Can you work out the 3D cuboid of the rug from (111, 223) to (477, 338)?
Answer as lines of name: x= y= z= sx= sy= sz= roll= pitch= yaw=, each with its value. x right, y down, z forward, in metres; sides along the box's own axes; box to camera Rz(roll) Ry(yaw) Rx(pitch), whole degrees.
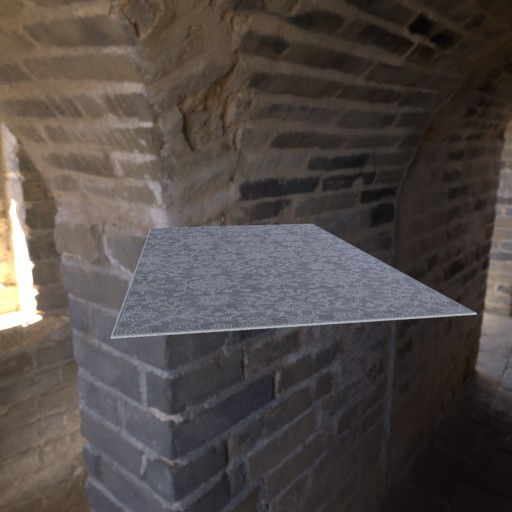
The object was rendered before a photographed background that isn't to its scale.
rug: x=0.000 y=0.000 z=2.948 sx=1.515 sy=0.010 sz=2.430 roll=-2 pitch=14 yaw=-9
